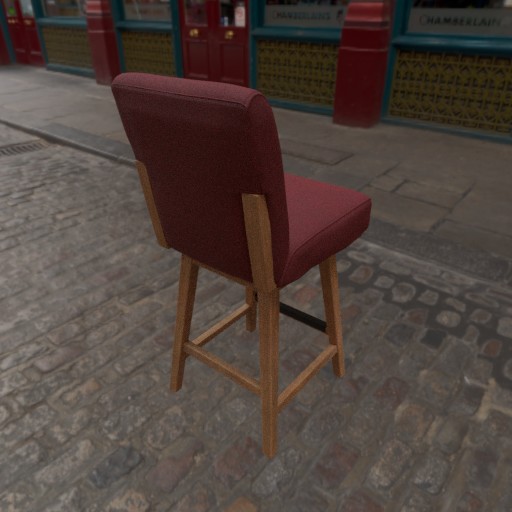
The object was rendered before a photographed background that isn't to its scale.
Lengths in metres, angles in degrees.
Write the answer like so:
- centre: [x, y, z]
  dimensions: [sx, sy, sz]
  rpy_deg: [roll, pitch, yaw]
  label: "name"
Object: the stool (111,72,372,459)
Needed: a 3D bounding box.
- centre: [0.000, 0.000, 1.315]
  dimensions: [0.468, 1.038, 0.562]
  rpy_deg: [21, 36, 33]
  label: "stool"
